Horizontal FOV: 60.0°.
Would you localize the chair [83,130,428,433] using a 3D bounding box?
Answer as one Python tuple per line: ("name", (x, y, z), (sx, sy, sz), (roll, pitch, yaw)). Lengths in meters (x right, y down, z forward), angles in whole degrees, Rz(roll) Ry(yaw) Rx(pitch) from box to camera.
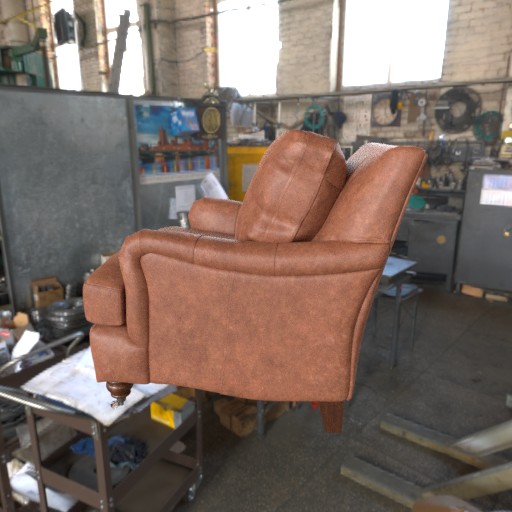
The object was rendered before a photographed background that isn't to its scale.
("chair", (0.000, 0.000, 1.915), (1.158, 1.055, 0.986), (2, 15, 7))
